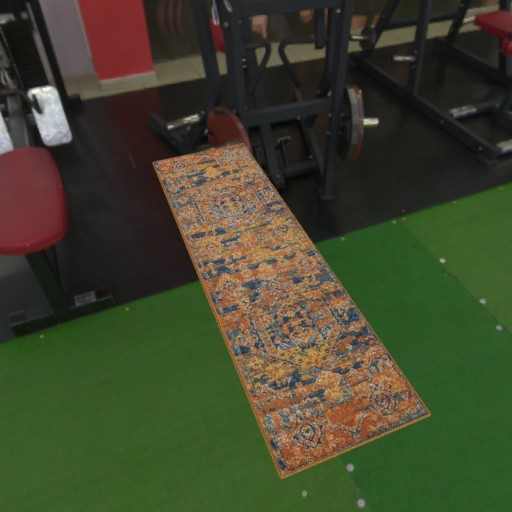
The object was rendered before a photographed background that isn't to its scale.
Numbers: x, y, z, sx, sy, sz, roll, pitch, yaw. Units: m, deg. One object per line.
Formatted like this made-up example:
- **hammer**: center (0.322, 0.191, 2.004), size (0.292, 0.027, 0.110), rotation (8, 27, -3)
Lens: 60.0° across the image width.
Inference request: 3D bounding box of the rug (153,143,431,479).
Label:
- **rug**: center (0.000, 0.000, 2.009), size (0.556, 0.013, 1.820), rotation (-16, 48, -15)
